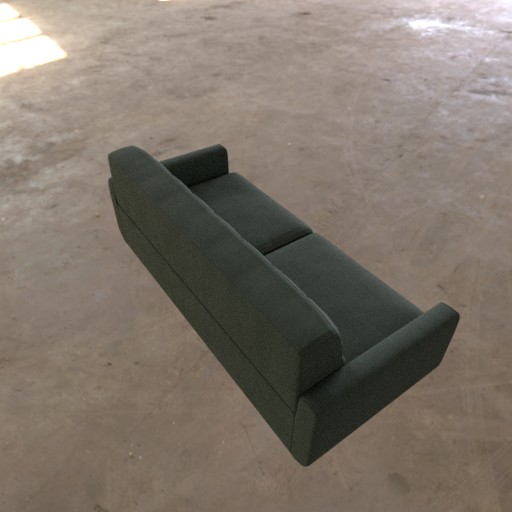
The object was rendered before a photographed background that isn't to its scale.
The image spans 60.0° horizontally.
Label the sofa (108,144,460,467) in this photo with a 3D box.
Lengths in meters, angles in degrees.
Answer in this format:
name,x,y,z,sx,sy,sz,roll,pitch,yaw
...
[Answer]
name,x,y,z,sx,sy,sz,roll,pitch,yaw
sofa,0.000,0.000,2.509,0.909,0.841,2.029,-25,47,-26
